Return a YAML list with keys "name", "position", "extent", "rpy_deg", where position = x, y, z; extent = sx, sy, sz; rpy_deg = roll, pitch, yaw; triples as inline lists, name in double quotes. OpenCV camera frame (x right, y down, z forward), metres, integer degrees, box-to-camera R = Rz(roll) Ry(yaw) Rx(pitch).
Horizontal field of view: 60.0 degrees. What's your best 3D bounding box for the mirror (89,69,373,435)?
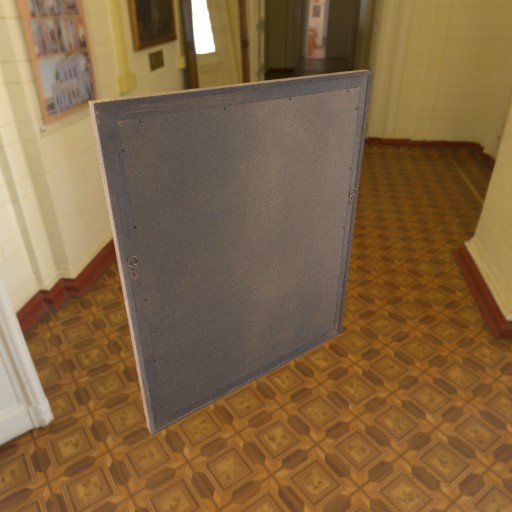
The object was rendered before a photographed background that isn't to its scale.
- name: "mirror"
  position: [0.000, 0.000, 1.201]
  extent: [0.730, 0.882, 0.032]
  rpy_deg: [-20, 35, -31]
